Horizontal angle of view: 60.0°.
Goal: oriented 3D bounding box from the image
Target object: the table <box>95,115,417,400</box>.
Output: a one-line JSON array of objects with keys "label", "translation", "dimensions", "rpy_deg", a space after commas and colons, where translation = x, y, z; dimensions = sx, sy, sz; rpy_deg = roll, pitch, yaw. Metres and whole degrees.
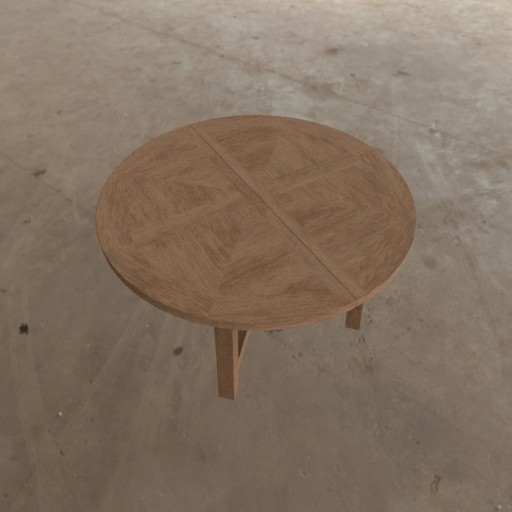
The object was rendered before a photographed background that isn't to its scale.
[{"label": "table", "translation": [0.000, 0.000, 2.152], "dimensions": [1.319, 0.762, 1.319], "rpy_deg": [0, 47, 0]}]
